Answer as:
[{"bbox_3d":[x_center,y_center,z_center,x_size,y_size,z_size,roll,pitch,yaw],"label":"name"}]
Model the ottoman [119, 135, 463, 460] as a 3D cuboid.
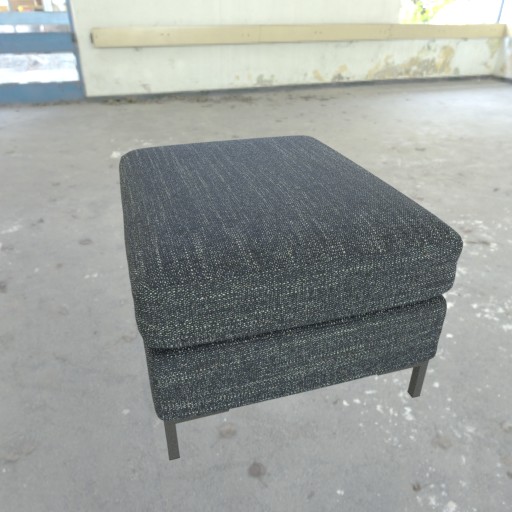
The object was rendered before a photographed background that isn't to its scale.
[{"bbox_3d":[0.000,0.000,1.221,0.667,0.491,0.814,-9,31,-14],"label":"ottoman"}]
